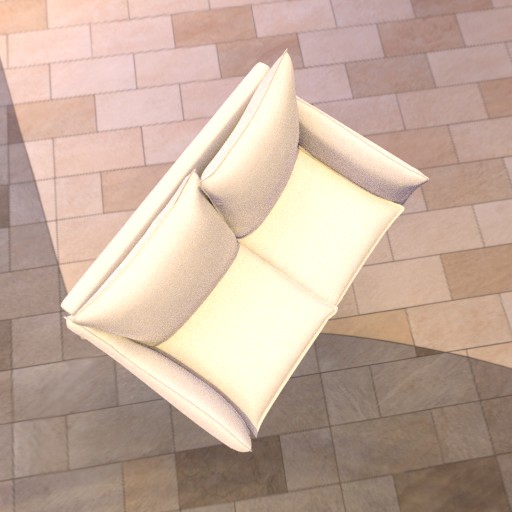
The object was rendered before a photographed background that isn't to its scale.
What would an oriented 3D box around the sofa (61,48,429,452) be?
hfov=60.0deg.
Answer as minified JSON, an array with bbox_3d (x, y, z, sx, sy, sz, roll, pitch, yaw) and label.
[{"bbox_3d":[0.000,0.000,1.837,0.820,0.840,1.300,34,78,8],"label":"sofa"}]
